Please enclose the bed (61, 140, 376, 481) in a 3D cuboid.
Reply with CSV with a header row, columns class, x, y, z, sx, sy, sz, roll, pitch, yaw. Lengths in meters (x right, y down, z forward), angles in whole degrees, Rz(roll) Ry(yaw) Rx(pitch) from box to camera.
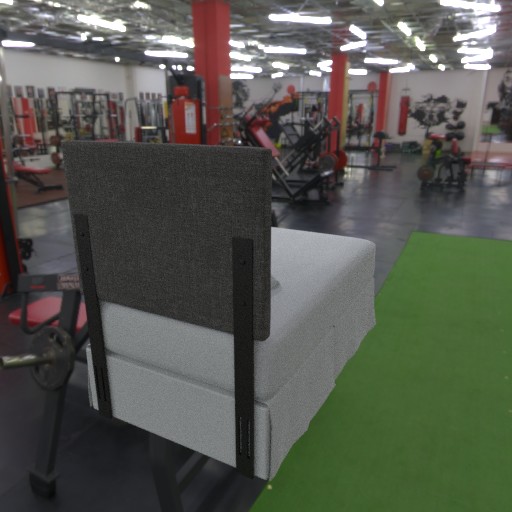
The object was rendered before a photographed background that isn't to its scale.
class,x,y,z,sx,sy,sz,roll,pitch,yaw
bed,0.000,0.000,2.974,1.261,1.571,1.997,9,20,27
